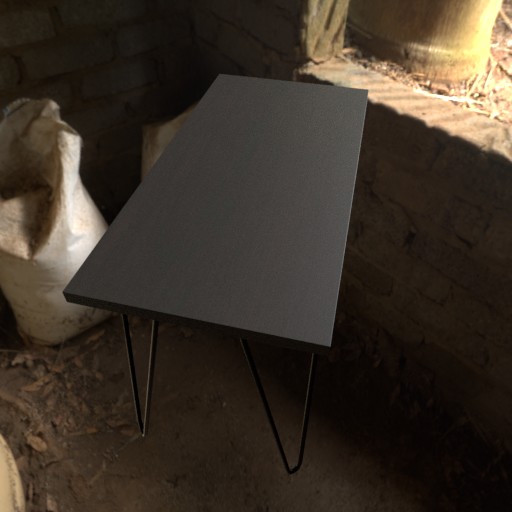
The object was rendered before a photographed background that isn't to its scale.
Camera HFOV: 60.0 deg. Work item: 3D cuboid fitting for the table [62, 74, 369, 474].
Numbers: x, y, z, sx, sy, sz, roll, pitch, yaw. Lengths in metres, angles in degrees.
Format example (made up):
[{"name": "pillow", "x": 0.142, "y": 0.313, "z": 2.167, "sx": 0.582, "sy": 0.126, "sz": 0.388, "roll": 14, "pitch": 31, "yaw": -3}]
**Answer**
[{"name": "table", "x": 0.000, "y": 0.000, "z": 1.354, "sx": 0.499, "sy": 0.660, "sz": 0.991, "roll": 10, "pitch": 46, "yaw": 10}]
